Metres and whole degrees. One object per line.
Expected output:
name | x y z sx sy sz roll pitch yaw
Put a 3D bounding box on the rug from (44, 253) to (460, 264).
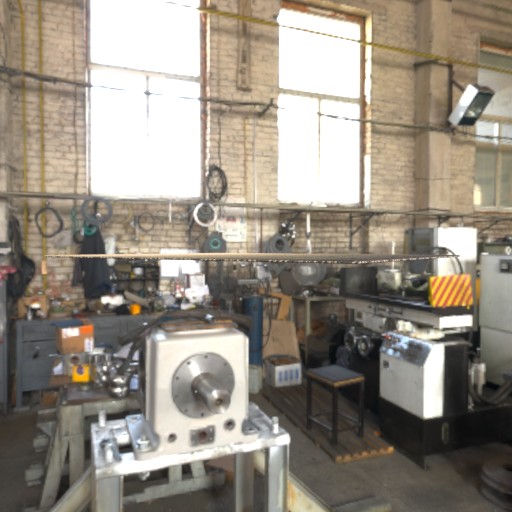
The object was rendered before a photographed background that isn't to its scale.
rug | 0.000 0.000 3.918 2.902 0.017 2.306 1 1 36
